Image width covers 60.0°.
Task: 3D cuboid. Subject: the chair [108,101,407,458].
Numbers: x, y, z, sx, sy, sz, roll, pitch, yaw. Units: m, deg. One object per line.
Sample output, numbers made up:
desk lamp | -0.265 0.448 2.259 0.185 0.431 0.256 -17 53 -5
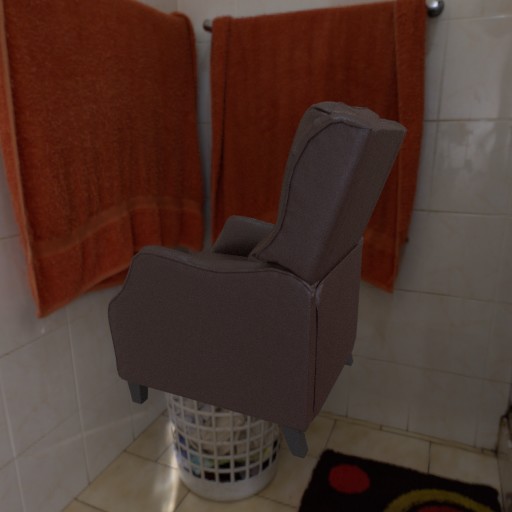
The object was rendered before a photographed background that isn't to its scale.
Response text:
chair | 0.000 0.000 1.761 0.982 1.132 0.770 7 17 24
